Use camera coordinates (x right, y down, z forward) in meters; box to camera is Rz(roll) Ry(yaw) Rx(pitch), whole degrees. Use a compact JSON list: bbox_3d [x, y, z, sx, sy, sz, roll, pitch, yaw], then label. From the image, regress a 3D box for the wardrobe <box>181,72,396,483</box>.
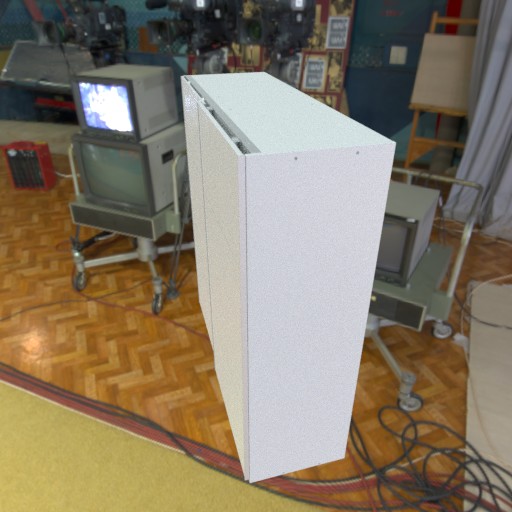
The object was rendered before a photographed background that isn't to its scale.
[{"bbox_3d":[0.000,0.000,2.873,0.629,1.960,1.780,-8,32,-13],"label":"wardrobe"}]
